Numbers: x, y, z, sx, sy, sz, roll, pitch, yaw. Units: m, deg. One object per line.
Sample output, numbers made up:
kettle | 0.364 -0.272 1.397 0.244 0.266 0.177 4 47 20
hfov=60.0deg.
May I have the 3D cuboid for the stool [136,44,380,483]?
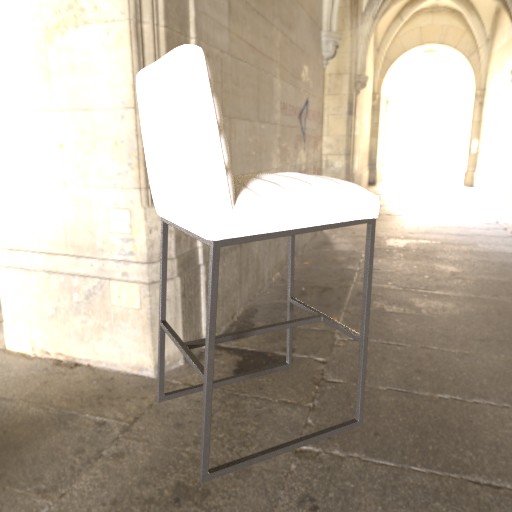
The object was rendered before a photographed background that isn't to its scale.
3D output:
stool | 0.000 0.000 1.337 0.573 1.061 0.464 -7 16 -26
